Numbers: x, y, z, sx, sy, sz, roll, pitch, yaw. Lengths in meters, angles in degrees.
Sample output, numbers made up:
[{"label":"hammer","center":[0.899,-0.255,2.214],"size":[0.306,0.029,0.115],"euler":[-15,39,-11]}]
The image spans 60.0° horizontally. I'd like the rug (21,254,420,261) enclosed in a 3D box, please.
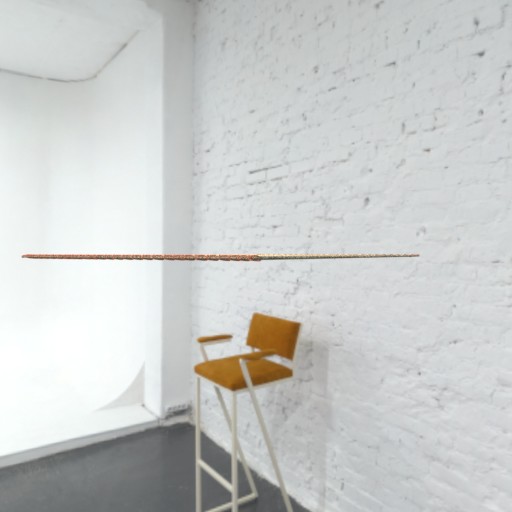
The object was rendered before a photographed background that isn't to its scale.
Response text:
[{"label":"rug","center":[0.000,0.000,2.303],"size":[1.220,0.019,1.838],"euler":[0,0,34]}]
